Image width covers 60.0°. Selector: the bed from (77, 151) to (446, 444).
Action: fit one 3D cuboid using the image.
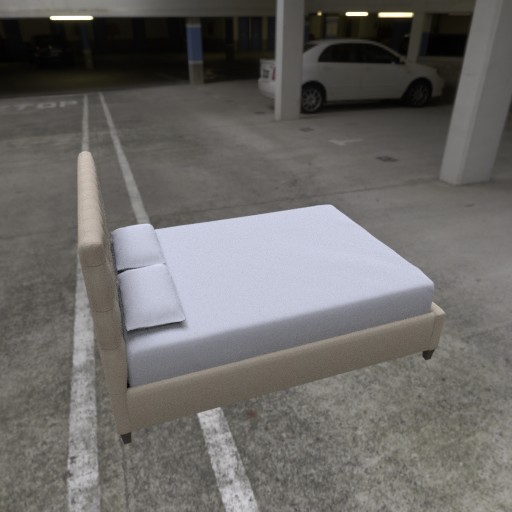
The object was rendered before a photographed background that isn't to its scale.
[{"bbox_3d":[0.000,0.000,3.452,2.387,1.427,1.698,-10,30,-17],"label":"bed"}]
